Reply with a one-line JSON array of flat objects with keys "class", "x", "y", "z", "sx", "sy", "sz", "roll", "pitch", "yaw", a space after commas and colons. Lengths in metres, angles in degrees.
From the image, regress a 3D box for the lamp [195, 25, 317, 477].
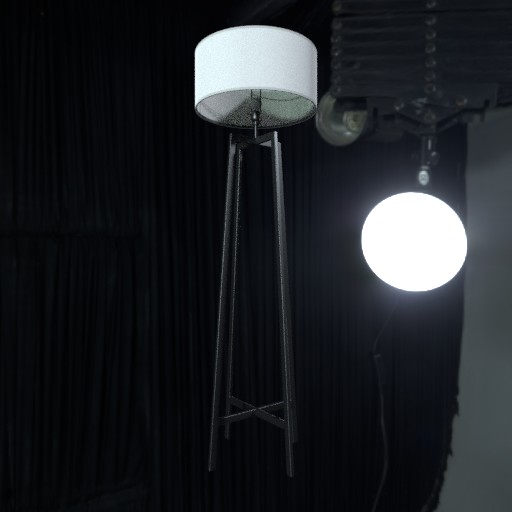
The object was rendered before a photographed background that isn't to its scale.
[{"class": "lamp", "x": 0.000, "y": 0.000, "z": 1.682, "sx": 0.456, "sy": 1.510, "sz": 0.457, "roll": 0, "pitch": 0, "yaw": -37}]
